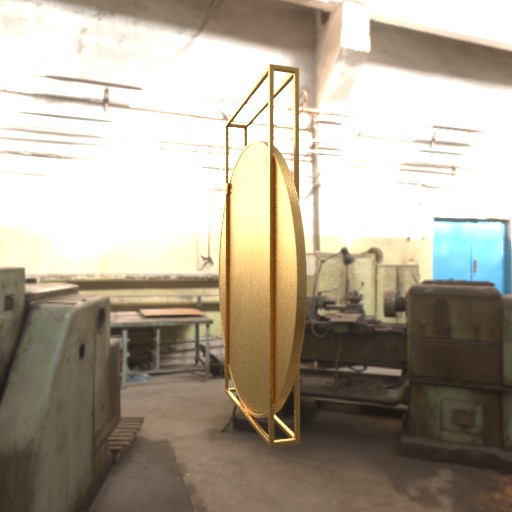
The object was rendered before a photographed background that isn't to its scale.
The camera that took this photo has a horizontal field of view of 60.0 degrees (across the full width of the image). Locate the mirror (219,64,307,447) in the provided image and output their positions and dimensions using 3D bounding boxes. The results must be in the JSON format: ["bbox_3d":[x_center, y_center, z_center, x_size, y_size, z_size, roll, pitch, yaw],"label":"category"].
[{"bbox_3d":[0.000,0.000,0.854,0.051,0.603,0.508,0,-1,-17],"label":"mirror"}]
